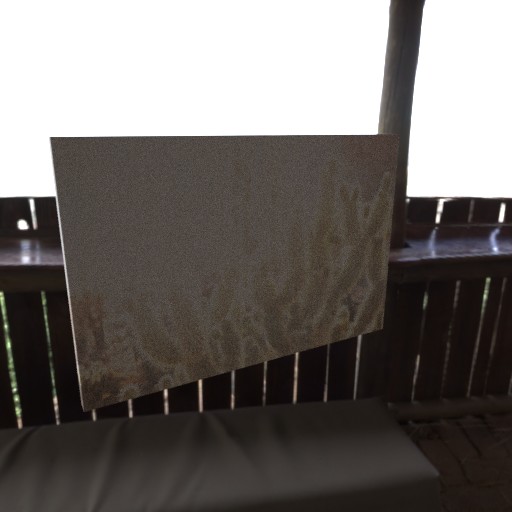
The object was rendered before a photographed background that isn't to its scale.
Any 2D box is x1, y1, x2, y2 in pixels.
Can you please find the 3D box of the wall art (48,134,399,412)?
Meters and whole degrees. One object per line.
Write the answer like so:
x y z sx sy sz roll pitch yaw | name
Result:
0.000 0.000 1.156 0.916 0.608 0.040 -9 18 -27 | wall art
